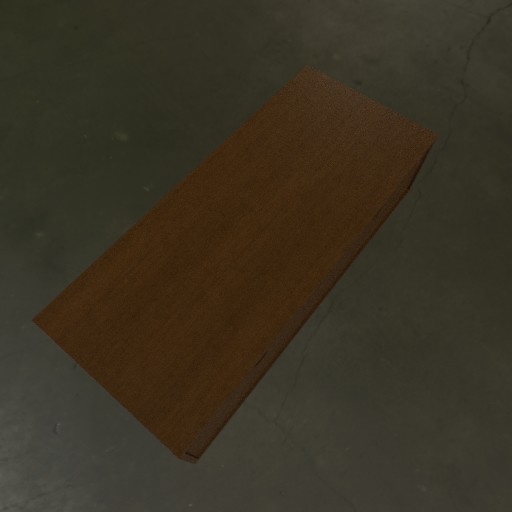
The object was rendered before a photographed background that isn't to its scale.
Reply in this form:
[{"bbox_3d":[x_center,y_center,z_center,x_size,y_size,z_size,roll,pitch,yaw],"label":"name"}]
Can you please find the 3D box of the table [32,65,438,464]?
[{"bbox_3d":[0.000,0.000,1.390,0.490,0.464,1.119,35,68,17],"label":"table"}]
